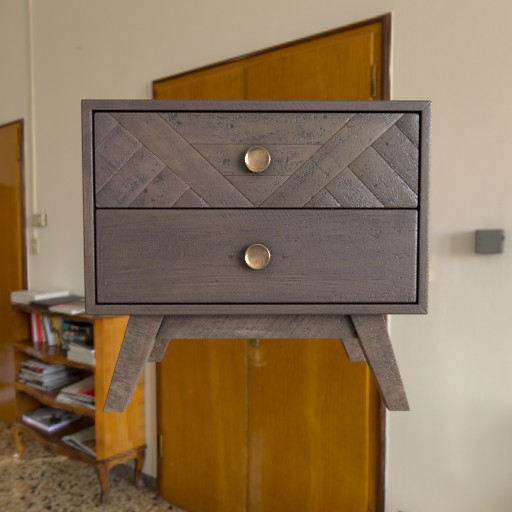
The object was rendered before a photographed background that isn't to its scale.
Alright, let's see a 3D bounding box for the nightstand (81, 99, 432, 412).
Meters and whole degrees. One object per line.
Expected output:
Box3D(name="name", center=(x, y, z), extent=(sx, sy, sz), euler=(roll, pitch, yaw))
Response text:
Box3D(name="nightstand", center=(0.000, 0.000, 1.048), extent=(0.650, 0.599, 0.450), euler=(0, 3, -1))
